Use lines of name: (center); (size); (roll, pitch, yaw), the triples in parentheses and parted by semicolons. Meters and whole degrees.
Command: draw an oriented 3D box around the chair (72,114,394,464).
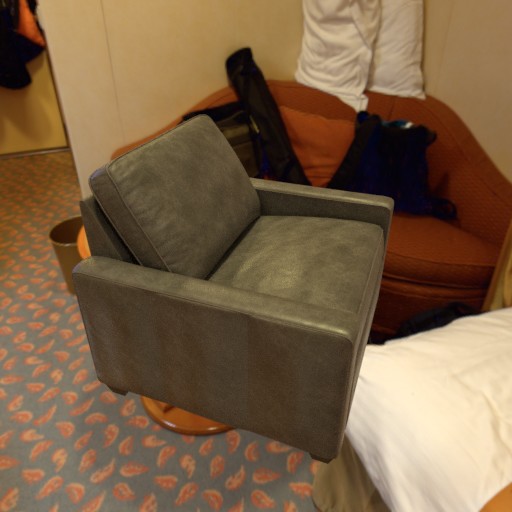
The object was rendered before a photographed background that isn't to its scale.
chair: (0.000, 0.000, 1.750); (0.939, 0.916, 1.006); (11, 33, 18)
